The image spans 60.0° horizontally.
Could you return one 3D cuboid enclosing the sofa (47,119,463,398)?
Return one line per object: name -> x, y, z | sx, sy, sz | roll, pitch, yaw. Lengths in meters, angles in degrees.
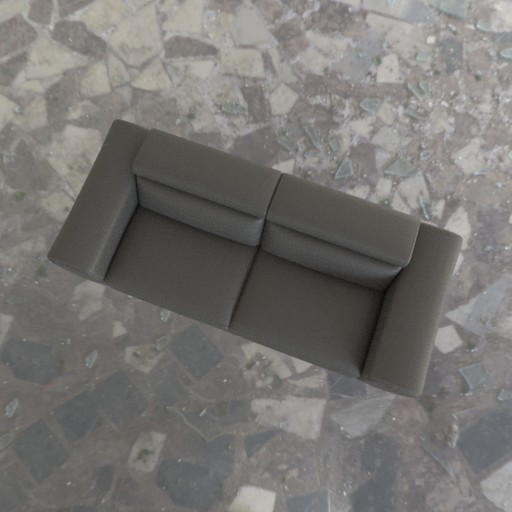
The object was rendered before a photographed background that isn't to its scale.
sofa -> 0.000, 0.000, 2.837 | 2.321, 0.759, 1.023 | 20, 77, 5
